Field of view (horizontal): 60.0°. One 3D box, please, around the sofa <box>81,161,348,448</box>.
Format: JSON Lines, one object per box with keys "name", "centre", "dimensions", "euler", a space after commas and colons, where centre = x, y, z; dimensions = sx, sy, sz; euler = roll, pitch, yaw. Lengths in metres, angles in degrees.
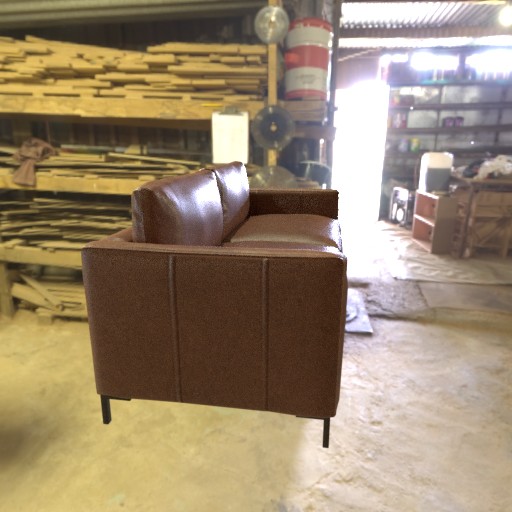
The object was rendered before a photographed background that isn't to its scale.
{"name": "sofa", "centre": [0.000, 0.000, 2.269], "dimensions": [0.899, 0.883, 1.797], "euler": [2, 15, 9]}
